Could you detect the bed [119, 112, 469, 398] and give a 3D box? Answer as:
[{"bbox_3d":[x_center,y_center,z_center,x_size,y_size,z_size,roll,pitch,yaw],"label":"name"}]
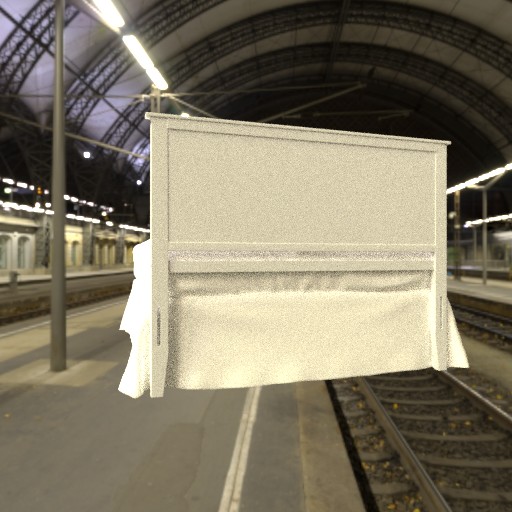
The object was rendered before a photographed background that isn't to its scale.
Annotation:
[{"bbox_3d":[0.000,0.000,3.143,1.876,1.269,2.047,0,0,-18],"label":"bed"}]
